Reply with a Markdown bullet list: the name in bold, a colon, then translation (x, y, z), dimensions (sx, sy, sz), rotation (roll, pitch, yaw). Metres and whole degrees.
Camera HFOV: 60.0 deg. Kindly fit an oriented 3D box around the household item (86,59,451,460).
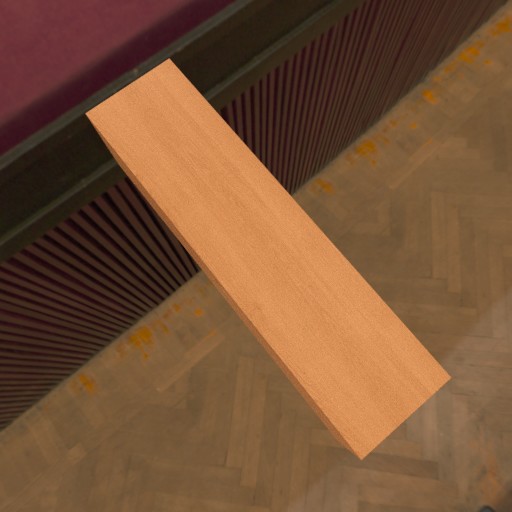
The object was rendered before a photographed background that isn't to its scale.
- **household item**: translation (0.000, 0.000, 1.799), dimensions (0.400, 0.600, 1.550), rotation (-38, 78, -9)
